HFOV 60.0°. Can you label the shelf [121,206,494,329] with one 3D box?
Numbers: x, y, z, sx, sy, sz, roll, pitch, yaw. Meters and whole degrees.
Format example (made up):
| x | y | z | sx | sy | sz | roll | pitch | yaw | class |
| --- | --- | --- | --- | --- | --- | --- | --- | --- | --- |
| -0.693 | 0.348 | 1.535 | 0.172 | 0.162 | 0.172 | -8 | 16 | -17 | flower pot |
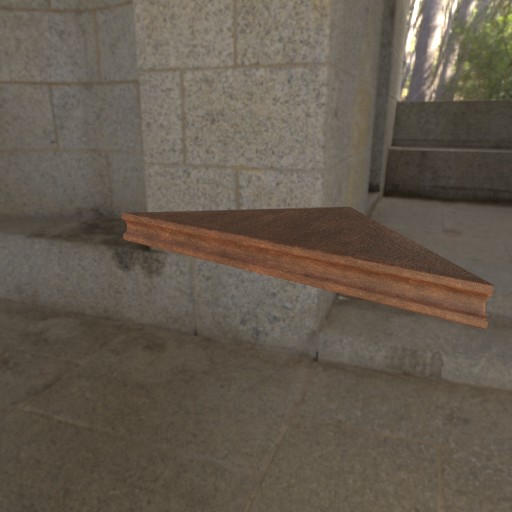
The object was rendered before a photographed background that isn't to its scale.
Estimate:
| x | y | z | sx | sy | sz | roll | pitch | yaw | class |
| --- | --- | --- | --- | --- | --- | --- | --- | --- | --- |
| 0.000 | 0.000 | 0.436 | 0.296 | 0.035 | 0.296 | -2 | 17 | -8 | shelf |
